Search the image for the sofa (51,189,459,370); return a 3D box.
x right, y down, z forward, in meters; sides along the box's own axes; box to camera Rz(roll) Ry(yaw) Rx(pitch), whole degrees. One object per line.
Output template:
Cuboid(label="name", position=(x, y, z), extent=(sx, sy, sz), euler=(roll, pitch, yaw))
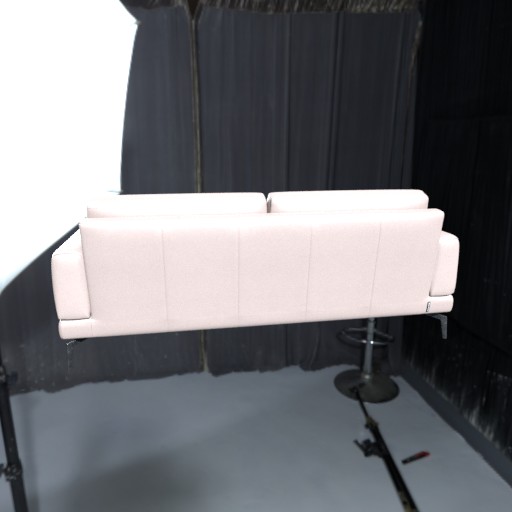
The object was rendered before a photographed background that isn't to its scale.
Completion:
Cuboid(label="sofa", position=(0.000, 0.000, 2.461), extent=(1.940, 0.765, 0.974), euler=(-3, 15, -10))
